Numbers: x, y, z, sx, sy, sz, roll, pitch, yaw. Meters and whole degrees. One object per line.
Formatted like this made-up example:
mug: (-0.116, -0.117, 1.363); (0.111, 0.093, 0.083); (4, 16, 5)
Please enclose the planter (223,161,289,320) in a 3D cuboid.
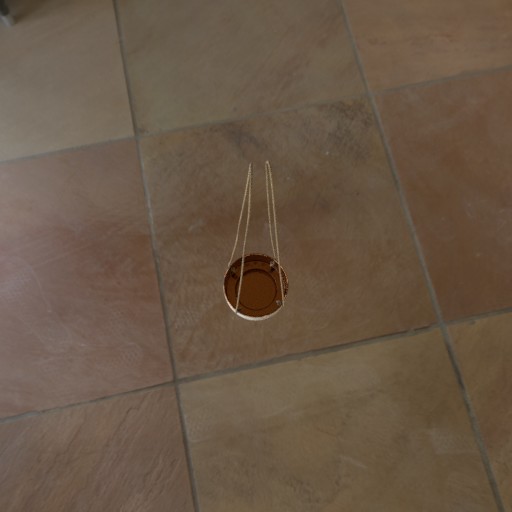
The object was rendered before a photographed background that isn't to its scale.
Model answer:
planter: (0.000, 0.000, 1.123); (0.223, 1.030, 0.223); (-9, 76, -2)
